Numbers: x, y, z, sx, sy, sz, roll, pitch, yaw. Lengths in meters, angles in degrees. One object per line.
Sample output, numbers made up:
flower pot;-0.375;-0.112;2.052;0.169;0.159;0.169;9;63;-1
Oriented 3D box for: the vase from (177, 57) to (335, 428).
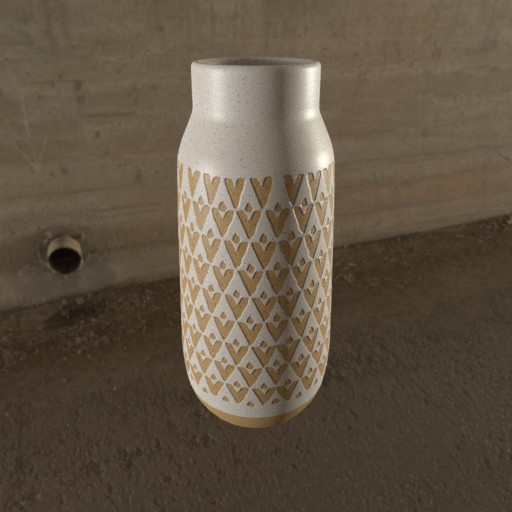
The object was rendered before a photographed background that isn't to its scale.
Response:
vase;0.000;0.000;0.380;0.137;0.307;0.137;0;27;0
